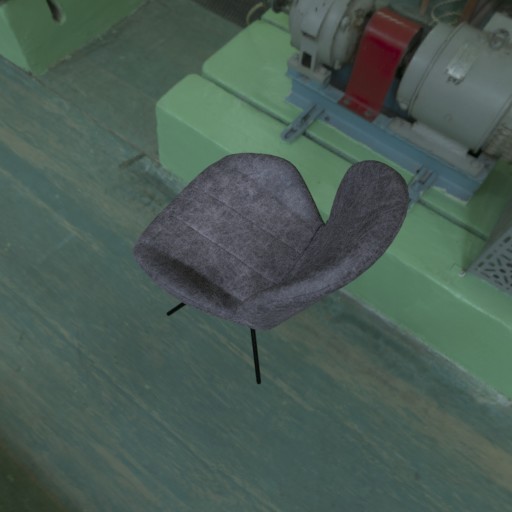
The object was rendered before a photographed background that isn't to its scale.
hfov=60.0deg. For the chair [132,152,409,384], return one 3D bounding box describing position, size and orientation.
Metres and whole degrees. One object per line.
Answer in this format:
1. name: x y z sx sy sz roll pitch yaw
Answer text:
1. chair: 0.000 0.000 1.311 0.640 0.934 0.527 34 68 16
